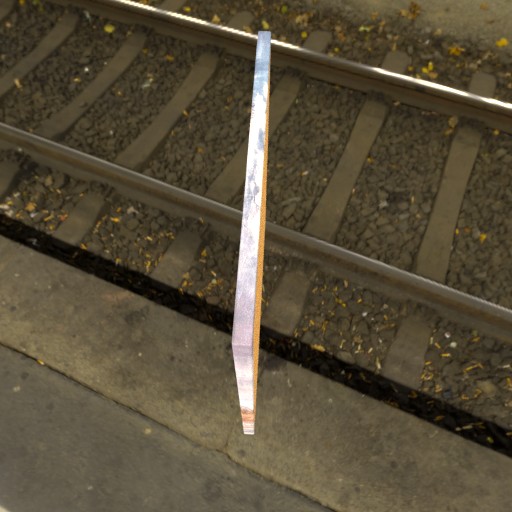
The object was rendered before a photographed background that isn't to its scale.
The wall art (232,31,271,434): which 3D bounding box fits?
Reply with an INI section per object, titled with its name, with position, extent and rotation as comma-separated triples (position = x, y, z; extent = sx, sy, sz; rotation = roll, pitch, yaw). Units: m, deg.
[wall art]
position = 0.000, 0.000, 1.359
extent = 0.035, 0.897, 0.888
rotation = 3, 59, 2
